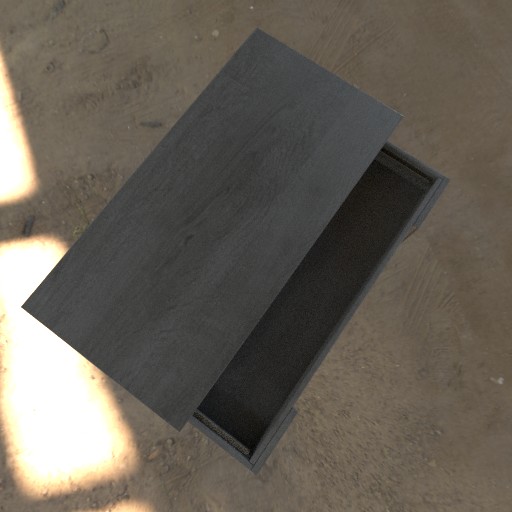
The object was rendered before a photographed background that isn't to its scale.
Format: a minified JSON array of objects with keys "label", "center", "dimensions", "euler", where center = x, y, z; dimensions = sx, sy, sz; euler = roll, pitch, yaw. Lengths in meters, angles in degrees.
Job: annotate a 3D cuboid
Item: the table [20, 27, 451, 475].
[{"label":"table","center":[0.000,0.000,1.413],"dimensions":[0.711,0.570,1.000],"euler":[35,79,8]}]
